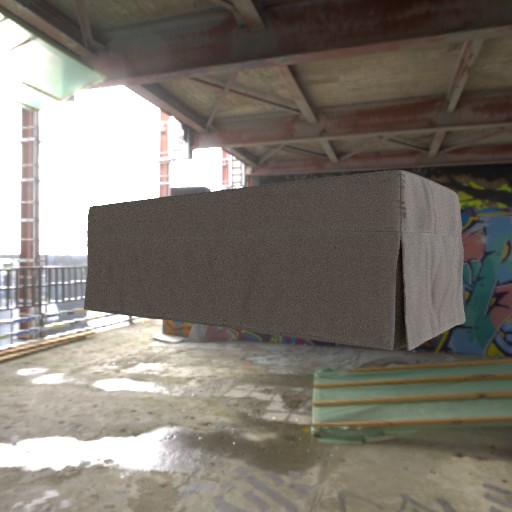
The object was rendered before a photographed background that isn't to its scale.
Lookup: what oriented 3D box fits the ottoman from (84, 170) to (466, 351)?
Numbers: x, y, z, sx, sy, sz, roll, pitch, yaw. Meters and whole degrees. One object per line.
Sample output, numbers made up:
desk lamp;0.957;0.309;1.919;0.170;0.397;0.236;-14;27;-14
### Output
ottoman;0.000;0.000;1.708;1.388;0.457;0.665;0;0;37
